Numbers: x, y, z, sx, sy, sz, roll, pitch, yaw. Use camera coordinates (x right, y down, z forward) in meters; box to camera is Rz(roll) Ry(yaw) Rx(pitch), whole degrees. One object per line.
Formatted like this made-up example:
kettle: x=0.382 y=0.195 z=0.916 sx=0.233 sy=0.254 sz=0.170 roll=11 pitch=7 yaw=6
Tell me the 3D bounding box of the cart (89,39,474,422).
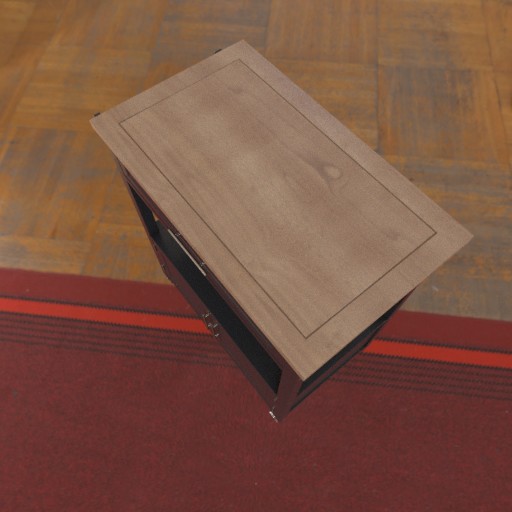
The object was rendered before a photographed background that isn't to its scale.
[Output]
cart: x=0.000 y=0.000 z=1.381 sx=0.459 sy=0.901 sz=0.840 roll=-35 pitch=68 yaw=-17
